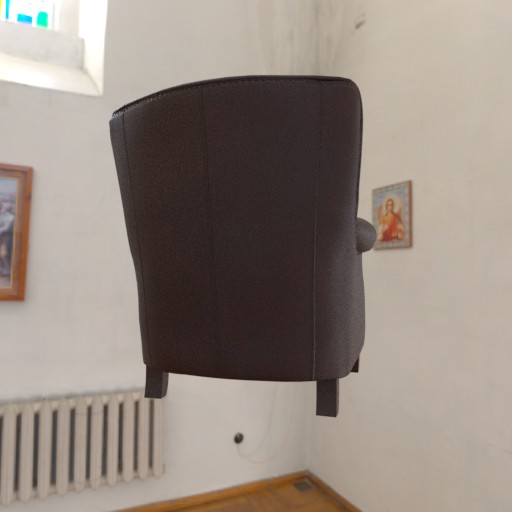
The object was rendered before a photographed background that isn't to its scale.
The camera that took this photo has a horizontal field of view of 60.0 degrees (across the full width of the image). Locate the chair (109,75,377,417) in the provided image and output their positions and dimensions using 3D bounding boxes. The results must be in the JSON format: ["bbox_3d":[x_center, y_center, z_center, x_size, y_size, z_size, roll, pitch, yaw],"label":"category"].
[{"bbox_3d":[0.000,0.000,1.343,0.700,0.800,0.746,-1,-3,19],"label":"chair"}]
